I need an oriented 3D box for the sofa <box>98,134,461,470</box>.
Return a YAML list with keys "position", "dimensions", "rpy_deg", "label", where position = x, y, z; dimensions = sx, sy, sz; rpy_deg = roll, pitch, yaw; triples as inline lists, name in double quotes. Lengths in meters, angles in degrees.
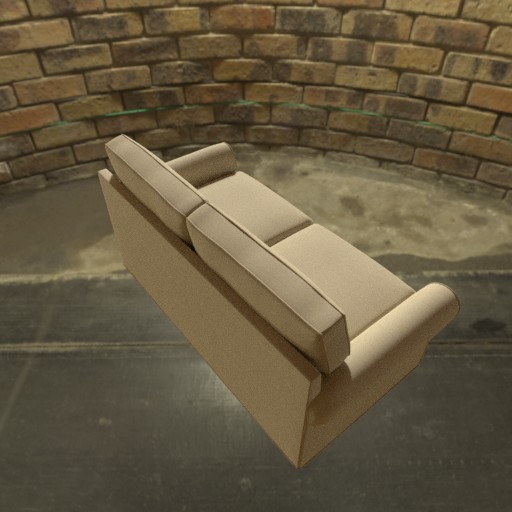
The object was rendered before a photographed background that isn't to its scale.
- position: [0.000, 0.000, 2.263]
  dimensions: [0.861, 0.933, 1.774]
  rpy_deg: [-29, 50, -27]
  label: "sofa"
